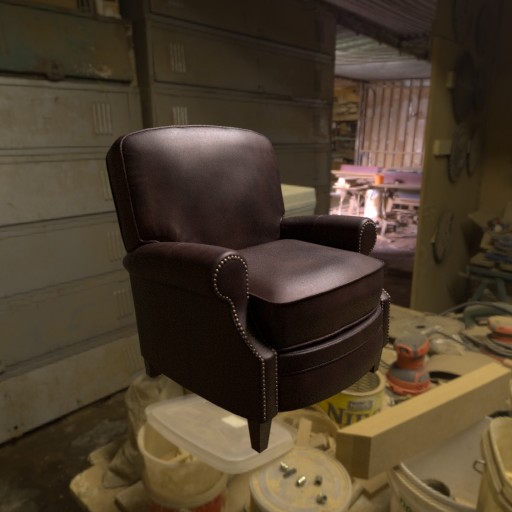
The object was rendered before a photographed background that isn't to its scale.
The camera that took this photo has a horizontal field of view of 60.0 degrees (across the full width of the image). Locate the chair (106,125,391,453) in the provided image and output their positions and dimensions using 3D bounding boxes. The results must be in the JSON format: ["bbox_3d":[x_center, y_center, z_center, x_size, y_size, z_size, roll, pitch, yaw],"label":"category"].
[{"bbox_3d":[0.000,0.000,1.778,0.986,1.018,0.936,14,21,43],"label":"chair"}]
